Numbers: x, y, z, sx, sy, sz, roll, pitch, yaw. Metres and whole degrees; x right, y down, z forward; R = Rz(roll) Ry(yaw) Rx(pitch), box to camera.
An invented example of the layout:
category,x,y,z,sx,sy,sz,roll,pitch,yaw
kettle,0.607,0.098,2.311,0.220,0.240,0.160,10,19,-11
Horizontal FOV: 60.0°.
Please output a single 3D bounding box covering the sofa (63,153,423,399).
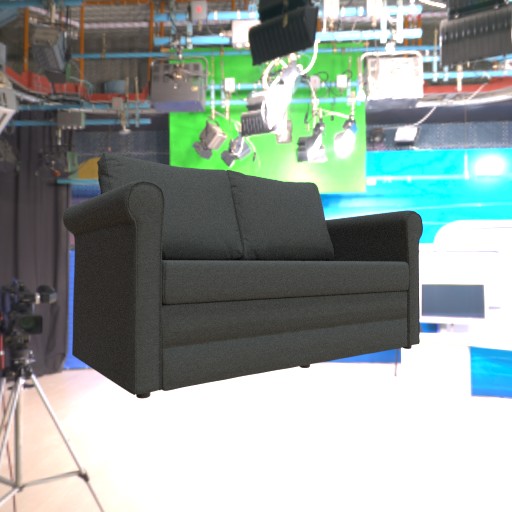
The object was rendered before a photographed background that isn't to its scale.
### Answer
category,x,y,z,sx,sy,sz,roll,pitch,yaw
sofa,0.000,0.000,1.982,1.460,0.872,0.741,1,-1,-36
